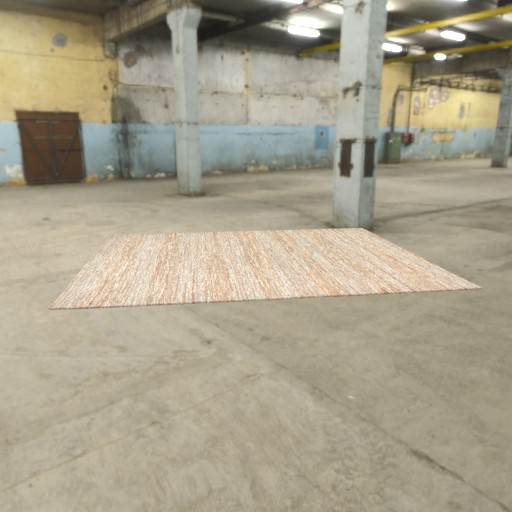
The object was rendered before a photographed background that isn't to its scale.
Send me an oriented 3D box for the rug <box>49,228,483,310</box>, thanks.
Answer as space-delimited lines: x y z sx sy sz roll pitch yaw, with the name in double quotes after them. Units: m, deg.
0.000 0.000 4.032 2.939 0.009 2.313 -2 15 -8 "rug"
